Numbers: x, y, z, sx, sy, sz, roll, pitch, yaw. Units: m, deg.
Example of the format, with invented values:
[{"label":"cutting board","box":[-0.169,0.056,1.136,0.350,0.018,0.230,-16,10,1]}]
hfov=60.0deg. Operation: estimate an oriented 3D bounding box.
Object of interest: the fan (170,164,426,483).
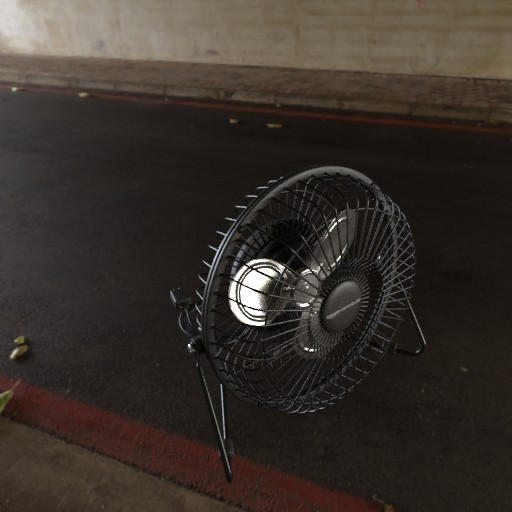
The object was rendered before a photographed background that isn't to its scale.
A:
[{"label":"fan","box":[0.000,0.000,0.373,0.209,0.188,0.227,-21,36,-31]}]
